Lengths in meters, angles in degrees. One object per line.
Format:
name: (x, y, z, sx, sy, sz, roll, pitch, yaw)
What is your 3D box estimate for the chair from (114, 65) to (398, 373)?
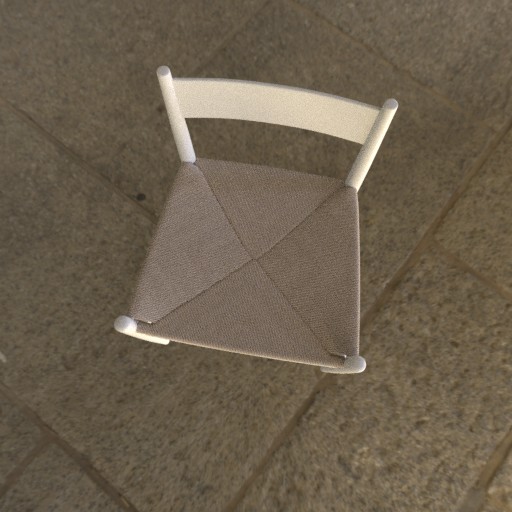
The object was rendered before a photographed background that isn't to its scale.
chair: (0.000, 0.000, 1.122, 0.556, 0.762, 0.495, 9, 75, 2)
